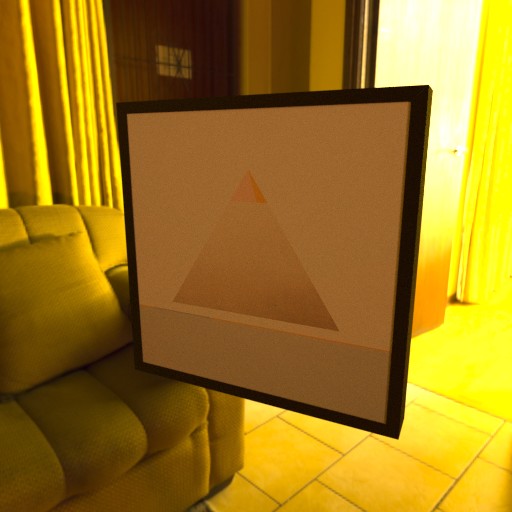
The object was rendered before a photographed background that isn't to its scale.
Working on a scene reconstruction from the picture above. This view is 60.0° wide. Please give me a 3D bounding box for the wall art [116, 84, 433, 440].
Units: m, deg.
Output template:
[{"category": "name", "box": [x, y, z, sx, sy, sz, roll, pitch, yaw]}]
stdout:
[{"category": "wall art", "box": [0.000, 0.000, 0.446, 0.304, 0.303, 0.037, 6, 15, 25]}]
